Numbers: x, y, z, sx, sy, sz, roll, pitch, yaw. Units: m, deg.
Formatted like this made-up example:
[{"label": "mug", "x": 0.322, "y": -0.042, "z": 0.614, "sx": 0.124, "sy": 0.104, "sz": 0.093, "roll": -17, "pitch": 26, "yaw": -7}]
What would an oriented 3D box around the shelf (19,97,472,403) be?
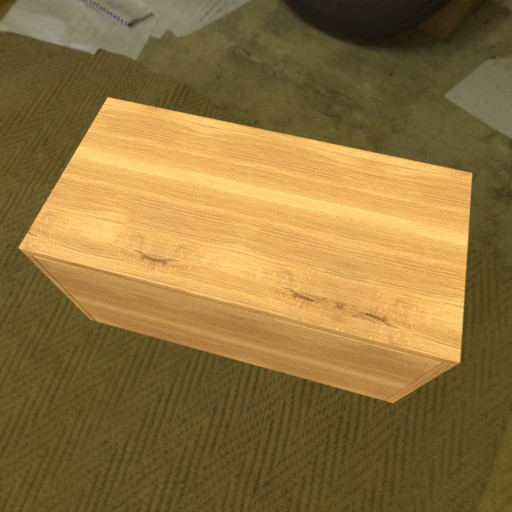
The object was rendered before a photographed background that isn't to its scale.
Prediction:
[{"label": "shelf", "x": 0.000, "y": 0.000, "z": 1.034, "sx": 0.800, "sy": 0.400, "sz": 0.400, "roll": 14, "pitch": 63, "yaw": 7}]
